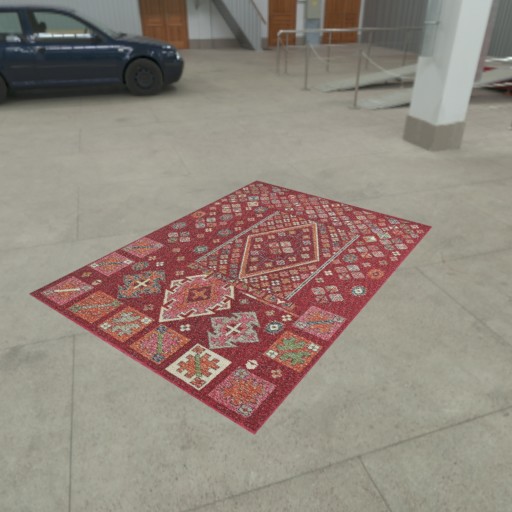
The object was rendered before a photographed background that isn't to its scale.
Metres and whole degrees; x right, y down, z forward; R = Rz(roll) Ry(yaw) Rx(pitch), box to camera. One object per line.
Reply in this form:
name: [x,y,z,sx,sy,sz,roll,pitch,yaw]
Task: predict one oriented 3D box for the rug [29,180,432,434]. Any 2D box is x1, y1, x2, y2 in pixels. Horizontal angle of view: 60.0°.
rug: [0.000,0.000,2.856,1.579,0.007,2.184,20,36,30]
